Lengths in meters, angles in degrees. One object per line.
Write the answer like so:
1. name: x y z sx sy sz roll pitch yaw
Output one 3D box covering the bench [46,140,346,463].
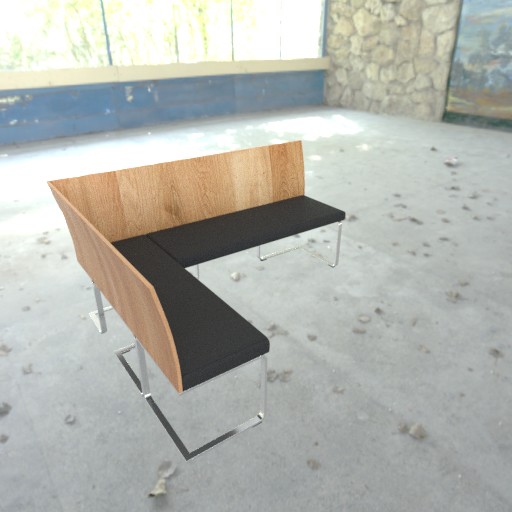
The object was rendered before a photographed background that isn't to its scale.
1. bench: 0.000 0.000 2.753 1.945 0.930 1.495 -18 32 -31
